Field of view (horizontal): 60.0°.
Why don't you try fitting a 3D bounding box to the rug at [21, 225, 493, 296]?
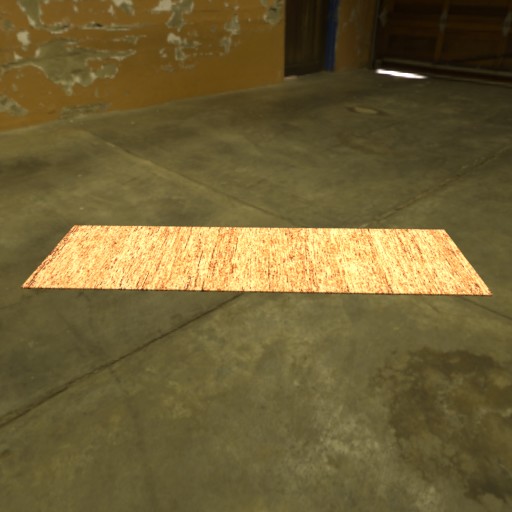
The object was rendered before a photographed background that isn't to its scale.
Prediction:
[{"bbox_3d":[0.000,0.000,2.389,2.237,0.014,0.680,1,30,1],"label":"rug"}]
